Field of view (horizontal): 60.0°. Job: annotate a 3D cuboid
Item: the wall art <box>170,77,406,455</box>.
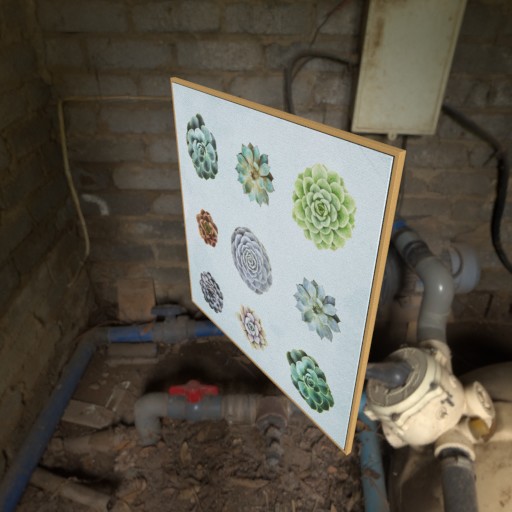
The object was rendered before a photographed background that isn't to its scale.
[{"bbox_3d":[0.000,0.000,0.987,0.014,0.655,0.657,-21,38,-30],"label":"wall art"}]
